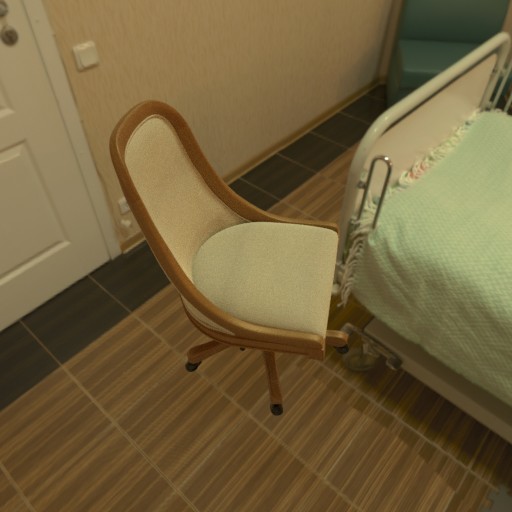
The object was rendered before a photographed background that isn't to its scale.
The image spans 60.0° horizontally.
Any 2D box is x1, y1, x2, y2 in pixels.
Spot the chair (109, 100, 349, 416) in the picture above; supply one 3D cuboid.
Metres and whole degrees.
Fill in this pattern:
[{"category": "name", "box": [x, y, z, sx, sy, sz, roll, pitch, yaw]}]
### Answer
[{"category": "chair", "box": [0.000, 0.000, 1.595, 0.811, 1.009, 0.702, 9, 47, 9]}]
